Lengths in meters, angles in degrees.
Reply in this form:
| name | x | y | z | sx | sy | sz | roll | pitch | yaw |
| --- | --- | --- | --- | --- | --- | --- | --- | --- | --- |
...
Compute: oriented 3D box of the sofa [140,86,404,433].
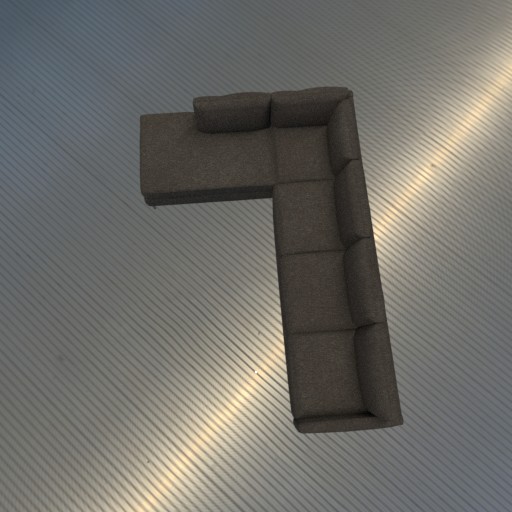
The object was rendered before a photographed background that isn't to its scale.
| name | x | y | z | sx | sy | sz | roll | pitch | yaw |
| --- | --- | --- | --- | --- | --- | --- | --- | --- | --- |
| sofa | 0.000 | 0.000 | 3.853 | 2.007 | 0.815 | 2.949 | -4 | 75 | -1 |
